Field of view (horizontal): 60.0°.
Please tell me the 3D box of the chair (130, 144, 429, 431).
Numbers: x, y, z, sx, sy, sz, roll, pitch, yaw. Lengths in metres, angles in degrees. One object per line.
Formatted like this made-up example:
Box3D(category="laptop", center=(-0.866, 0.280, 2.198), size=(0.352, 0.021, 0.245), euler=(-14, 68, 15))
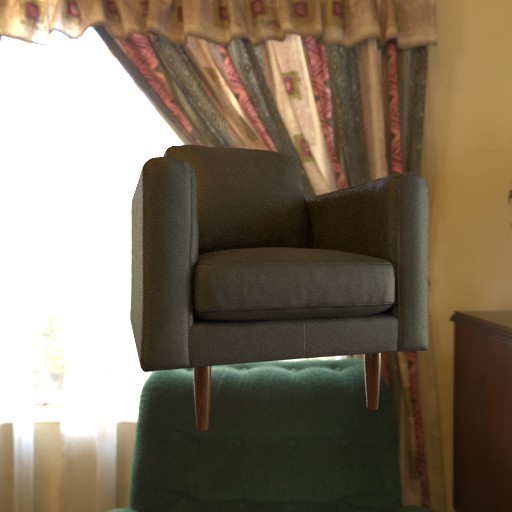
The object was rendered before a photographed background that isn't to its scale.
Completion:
Box3D(category="chair", center=(0.000, 0.000, 1.558), size=(0.831, 0.898, 0.879), euler=(0, 0, -18))
